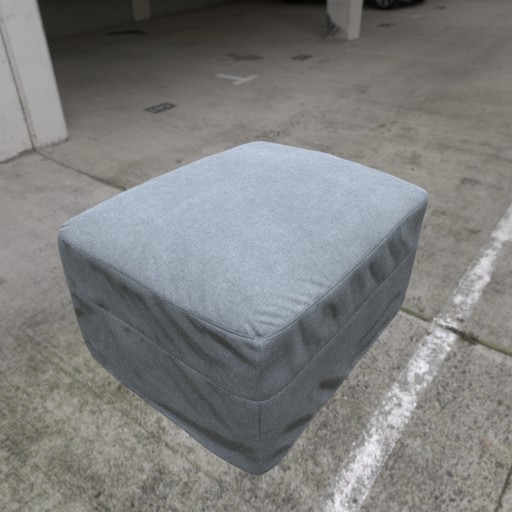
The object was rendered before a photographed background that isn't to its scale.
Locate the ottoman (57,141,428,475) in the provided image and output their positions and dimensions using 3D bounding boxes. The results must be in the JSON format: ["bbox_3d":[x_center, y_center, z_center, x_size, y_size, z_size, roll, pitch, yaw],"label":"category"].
[{"bbox_3d":[0.000,0.000,1.250,0.683,0.481,0.837,23,40,31],"label":"ottoman"}]
